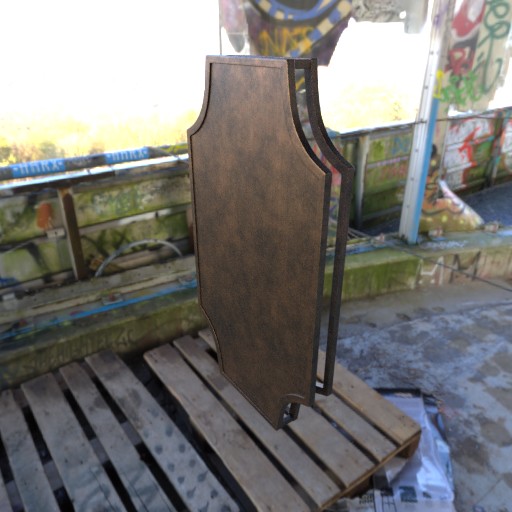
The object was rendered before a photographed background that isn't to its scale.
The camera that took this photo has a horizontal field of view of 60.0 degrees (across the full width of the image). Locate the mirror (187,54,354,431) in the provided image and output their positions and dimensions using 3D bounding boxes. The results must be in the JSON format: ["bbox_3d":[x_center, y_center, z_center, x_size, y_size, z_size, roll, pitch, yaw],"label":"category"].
[{"bbox_3d":[0.000,0.000,0.987,0.066,0.811,0.462,-18,31,-32],"label":"mirror"}]
